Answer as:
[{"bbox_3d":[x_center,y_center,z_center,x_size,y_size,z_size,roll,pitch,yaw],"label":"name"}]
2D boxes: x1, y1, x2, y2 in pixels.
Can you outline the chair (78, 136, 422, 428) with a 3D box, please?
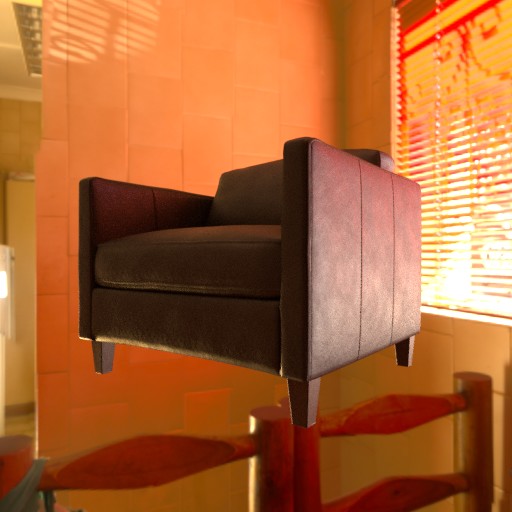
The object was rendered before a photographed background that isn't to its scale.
[{"bbox_3d":[0.000,0.000,1.590,0.939,0.811,0.862,0,0,37],"label":"chair"}]
